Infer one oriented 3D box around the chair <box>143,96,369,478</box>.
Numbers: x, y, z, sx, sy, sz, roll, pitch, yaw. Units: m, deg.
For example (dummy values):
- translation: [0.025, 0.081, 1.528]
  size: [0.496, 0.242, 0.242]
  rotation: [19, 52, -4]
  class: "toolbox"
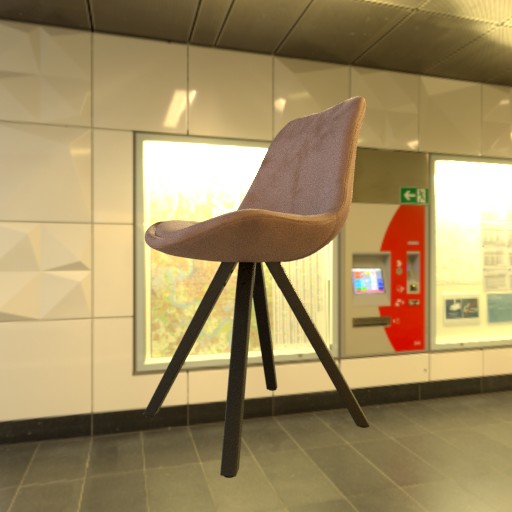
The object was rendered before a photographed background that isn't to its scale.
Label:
- translation: [0.000, 0.000, 1.160]
  size: [0.547, 0.865, 0.483]
  rotation: [0, 0, -36]
  class: "chair"
